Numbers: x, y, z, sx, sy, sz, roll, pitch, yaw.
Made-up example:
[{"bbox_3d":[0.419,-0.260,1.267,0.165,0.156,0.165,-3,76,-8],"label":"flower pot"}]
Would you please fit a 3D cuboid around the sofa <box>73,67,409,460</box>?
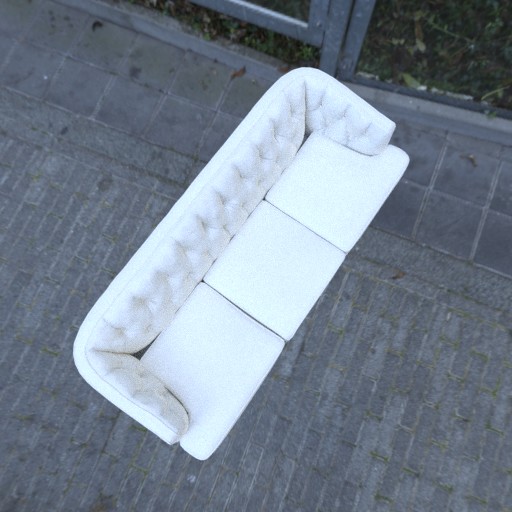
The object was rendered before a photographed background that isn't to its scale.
[{"bbox_3d":[0.000,0.000,2.761,0.941,0.855,2.278,34,77,9],"label":"sofa"}]
